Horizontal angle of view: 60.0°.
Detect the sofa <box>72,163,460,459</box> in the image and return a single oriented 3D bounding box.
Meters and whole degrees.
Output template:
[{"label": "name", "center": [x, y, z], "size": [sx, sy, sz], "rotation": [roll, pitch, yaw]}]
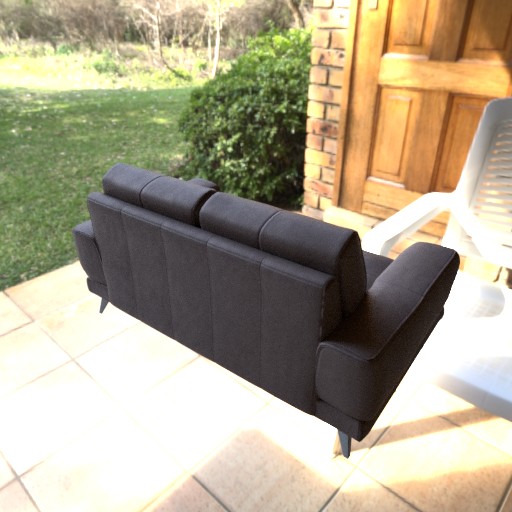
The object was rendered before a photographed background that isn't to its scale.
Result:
[{"label": "sofa", "center": [0.000, 0.000, 2.319], "size": [1.806, 0.907, 1.018], "rotation": [20, 35, 31]}]
